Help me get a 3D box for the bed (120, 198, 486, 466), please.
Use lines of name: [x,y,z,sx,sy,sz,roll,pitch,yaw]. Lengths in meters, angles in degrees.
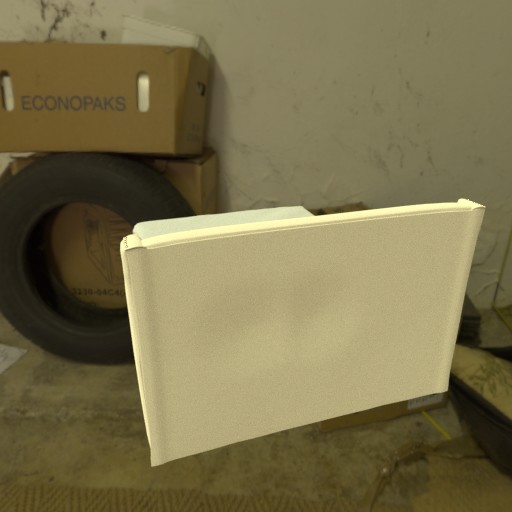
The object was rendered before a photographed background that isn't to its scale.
bed: [0.000,0.000,3.363,1.925,1.332,2.276,-8,25,-16]
